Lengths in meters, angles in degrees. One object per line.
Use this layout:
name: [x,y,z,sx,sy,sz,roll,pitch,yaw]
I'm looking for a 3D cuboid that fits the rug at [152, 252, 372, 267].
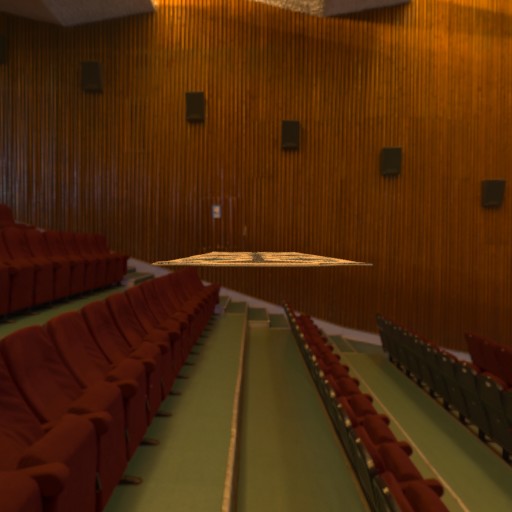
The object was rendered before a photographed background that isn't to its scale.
rug: [0.000,0.000,2.519,0.692,0.017,2.301,0,1,-1]
